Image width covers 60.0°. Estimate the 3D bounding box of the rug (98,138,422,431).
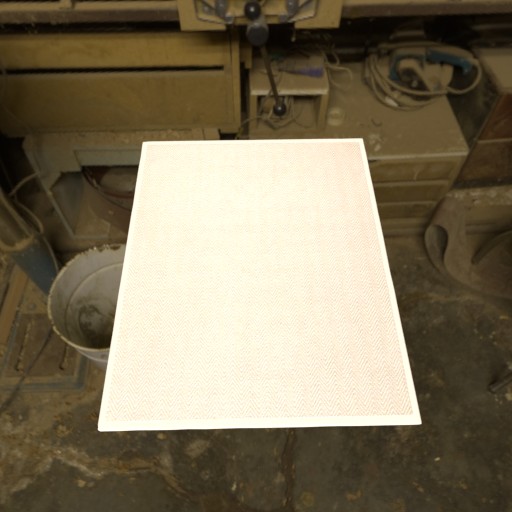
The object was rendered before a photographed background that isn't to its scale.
[{"bbox_3d":[0.000,0.000,4.092,2.423,0.019,3.009,-1,58,-1],"label":"rug"}]
